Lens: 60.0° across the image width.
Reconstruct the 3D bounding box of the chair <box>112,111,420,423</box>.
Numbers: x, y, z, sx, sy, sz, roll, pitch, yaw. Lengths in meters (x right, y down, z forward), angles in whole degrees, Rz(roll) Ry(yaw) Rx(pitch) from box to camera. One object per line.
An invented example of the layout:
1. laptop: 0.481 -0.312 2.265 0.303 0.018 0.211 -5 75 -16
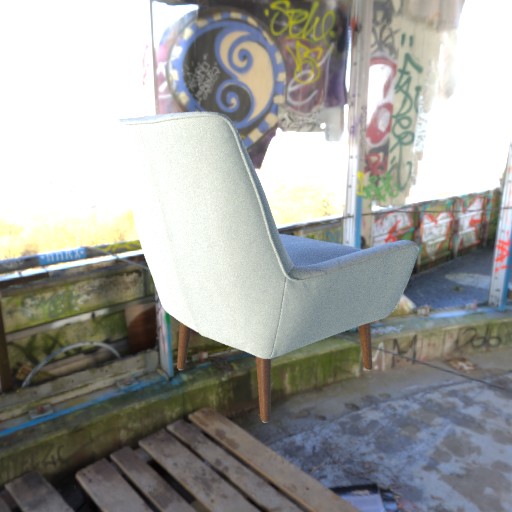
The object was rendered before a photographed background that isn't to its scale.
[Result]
1. chair: 0.000 0.000 1.501 0.822 0.888 0.787 -13 19 -42
